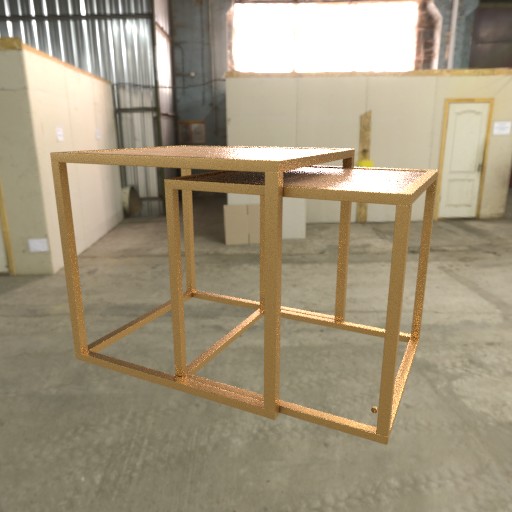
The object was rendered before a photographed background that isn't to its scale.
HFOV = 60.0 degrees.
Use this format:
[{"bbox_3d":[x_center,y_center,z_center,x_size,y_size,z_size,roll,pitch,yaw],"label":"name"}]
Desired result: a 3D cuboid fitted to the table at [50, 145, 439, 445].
[{"bbox_3d":[0.000,0.000,1.096,0.762,0.505,0.505,8,18,25],"label":"table"}]
